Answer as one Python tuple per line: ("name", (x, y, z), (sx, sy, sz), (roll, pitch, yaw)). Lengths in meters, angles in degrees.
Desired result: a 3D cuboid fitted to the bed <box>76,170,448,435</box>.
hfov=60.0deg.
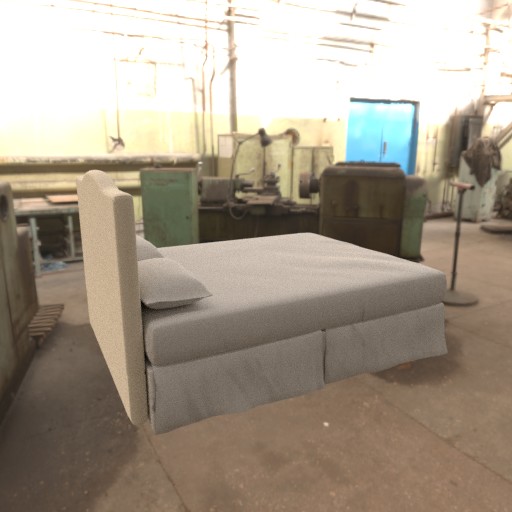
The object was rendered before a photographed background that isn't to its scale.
("bed", (0.000, 0.000, 3.631), (2.477, 1.437, 1.977), (-7, 16, -27))
